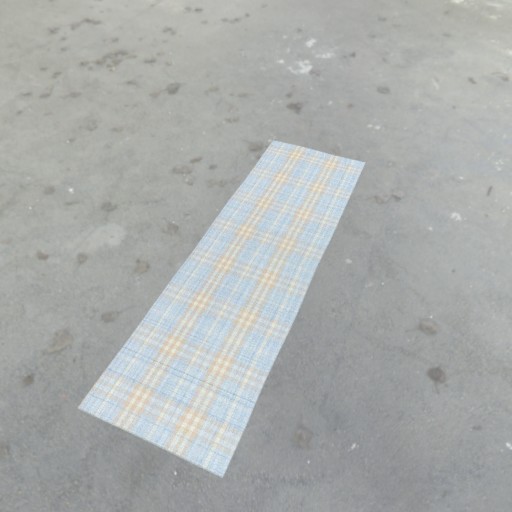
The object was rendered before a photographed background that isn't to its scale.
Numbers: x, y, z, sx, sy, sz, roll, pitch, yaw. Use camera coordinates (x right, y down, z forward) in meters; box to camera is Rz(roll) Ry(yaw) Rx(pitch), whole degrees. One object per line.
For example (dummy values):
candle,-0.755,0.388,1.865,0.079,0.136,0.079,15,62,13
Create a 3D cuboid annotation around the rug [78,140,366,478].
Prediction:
rug,0.000,0.000,2.727,0.762,0.013,2.439,18,50,16
